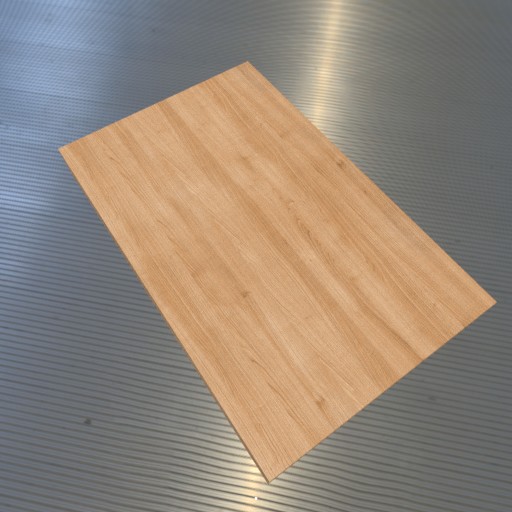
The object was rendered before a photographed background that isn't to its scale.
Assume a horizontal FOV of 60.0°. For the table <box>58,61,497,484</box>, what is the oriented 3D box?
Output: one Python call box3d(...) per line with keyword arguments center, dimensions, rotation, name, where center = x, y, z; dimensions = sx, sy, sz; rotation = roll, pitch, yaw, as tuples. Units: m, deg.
box3d(center=(0.000, 0.000, 1.418), dimensions=(0.700, 0.440, 1.100), rotation=(-31, 66, -16), name="table")
